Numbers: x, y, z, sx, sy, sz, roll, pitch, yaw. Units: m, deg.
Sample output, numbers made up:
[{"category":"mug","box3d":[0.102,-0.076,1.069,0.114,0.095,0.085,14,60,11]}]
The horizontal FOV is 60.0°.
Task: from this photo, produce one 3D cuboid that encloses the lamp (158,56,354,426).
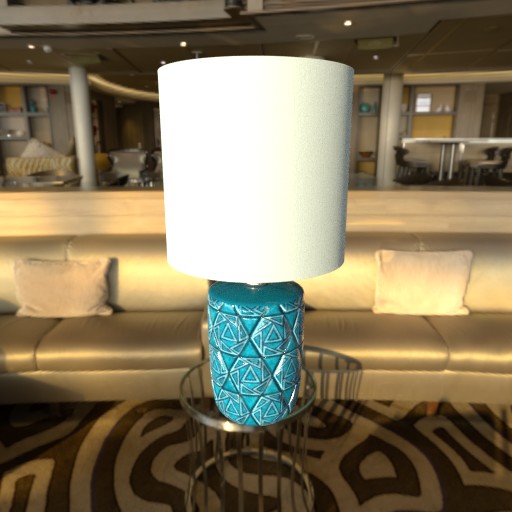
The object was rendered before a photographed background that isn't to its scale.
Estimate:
[{"category":"lamp","box3d":[0.000,0.000,0.492,0.193,0.377,0.193,-2,15,-8]}]
